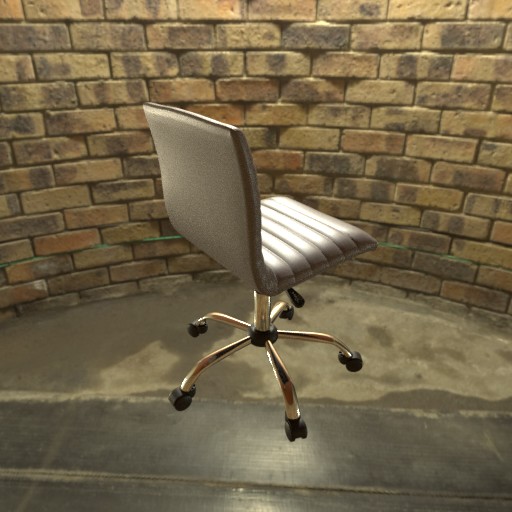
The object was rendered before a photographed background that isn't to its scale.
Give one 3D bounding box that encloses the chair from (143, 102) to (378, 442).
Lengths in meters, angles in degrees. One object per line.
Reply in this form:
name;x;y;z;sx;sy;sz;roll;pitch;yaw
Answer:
chair;0.000;0.000;1.135;0.542;0.750;0.569;-17;31;-31
